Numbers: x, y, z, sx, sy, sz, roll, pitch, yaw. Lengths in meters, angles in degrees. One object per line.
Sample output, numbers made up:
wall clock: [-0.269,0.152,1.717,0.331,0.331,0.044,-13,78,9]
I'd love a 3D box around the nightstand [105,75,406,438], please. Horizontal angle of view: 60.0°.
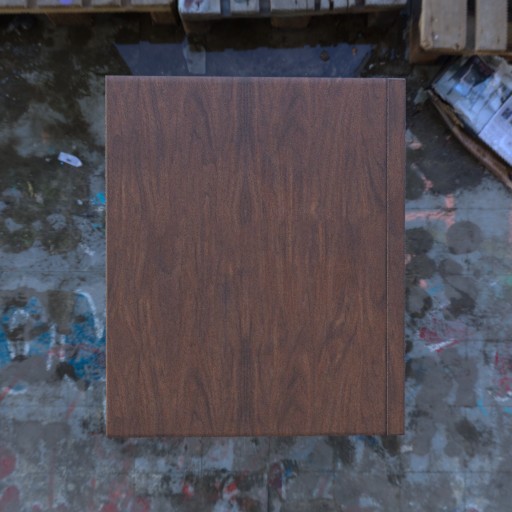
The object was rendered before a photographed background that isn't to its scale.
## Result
nightstand: [0.000,0.000,0.943,0.445,0.607,0.521,0,90,-1]
